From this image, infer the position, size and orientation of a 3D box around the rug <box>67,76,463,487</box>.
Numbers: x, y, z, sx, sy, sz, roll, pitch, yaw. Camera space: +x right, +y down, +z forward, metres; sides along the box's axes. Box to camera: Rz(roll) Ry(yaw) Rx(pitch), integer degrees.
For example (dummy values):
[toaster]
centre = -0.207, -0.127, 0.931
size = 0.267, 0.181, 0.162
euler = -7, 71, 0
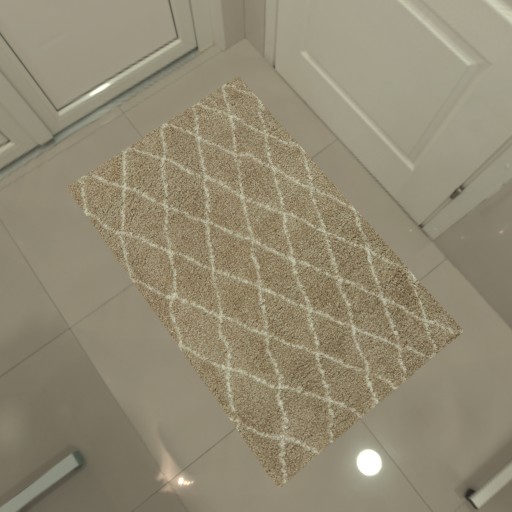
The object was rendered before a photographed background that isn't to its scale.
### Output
[rug]
centre = 0.000, 0.000, 3.007
size = 1.524, 0.030, 2.438
euler = -36, 77, -9
